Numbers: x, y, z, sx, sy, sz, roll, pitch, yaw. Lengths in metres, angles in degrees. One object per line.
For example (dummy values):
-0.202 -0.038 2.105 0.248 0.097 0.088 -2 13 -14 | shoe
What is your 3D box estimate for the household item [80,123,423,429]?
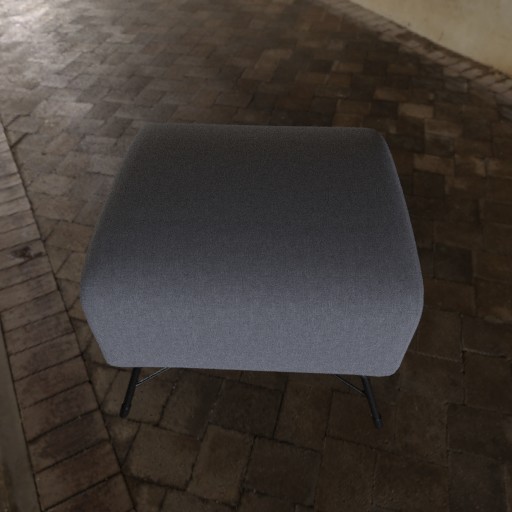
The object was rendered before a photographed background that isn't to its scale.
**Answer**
0.000 0.000 0.911 0.530 0.410 0.530 2 47 2 | household item
